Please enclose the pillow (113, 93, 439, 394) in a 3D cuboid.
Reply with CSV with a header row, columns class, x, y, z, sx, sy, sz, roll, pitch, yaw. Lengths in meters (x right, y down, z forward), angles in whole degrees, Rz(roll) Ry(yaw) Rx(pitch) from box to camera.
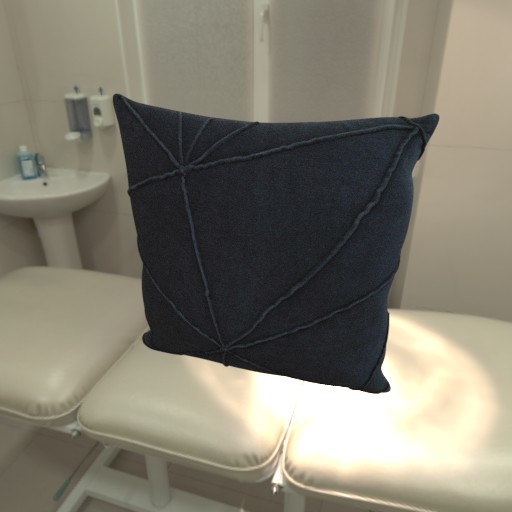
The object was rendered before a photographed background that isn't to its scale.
class,x,y,z,sx,sy,sz,roll,pitch,yaw
pillow,0.000,0.000,0.656,0.439,0.440,0.183,8,28,15
